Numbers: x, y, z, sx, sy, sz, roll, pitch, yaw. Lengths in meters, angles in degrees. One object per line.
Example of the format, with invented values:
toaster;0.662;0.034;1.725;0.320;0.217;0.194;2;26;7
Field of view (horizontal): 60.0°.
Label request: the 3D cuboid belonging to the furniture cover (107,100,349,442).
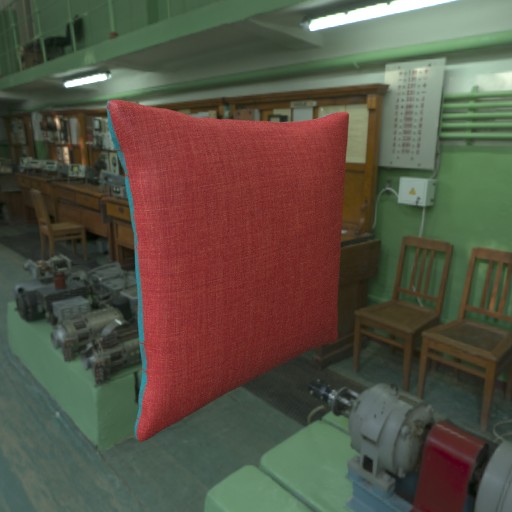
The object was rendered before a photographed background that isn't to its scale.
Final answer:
furniture cover;0.000;0.000;0.793;0.517;0.508;0.158;-15;21;-42
